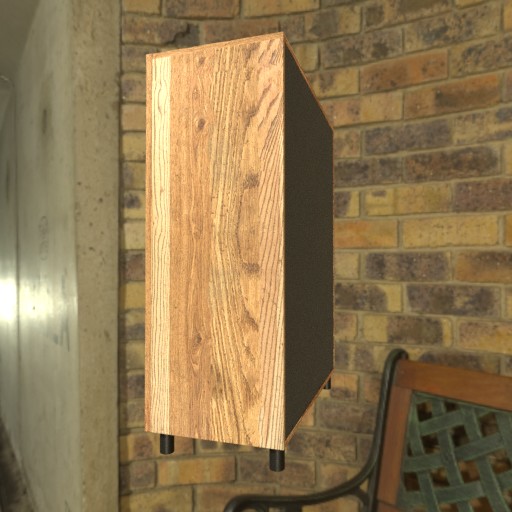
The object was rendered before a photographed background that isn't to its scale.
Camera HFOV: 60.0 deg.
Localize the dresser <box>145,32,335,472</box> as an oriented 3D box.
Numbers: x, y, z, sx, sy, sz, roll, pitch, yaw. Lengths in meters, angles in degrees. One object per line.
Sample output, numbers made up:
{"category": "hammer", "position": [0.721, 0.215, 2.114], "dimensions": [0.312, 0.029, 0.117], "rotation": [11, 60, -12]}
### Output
{"category": "dresser", "position": [0.000, 0.000, 1.766], "dimensions": [0.480, 1.243, 0.966], "rotation": [0, -1, 18]}
